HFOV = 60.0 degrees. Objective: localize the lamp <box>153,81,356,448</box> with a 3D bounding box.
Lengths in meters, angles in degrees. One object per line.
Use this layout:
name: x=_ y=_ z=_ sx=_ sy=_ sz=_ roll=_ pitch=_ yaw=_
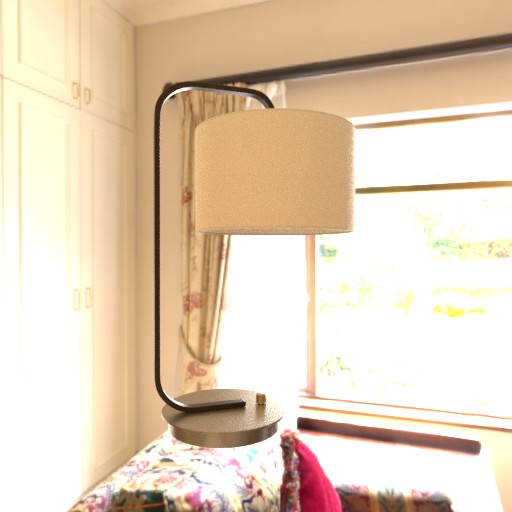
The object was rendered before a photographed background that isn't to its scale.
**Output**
lamp: x=0.000 y=0.000 z=0.638 sx=0.288 sy=0.473 sz=0.230 roll=0 pitch=0 yaw=-19
